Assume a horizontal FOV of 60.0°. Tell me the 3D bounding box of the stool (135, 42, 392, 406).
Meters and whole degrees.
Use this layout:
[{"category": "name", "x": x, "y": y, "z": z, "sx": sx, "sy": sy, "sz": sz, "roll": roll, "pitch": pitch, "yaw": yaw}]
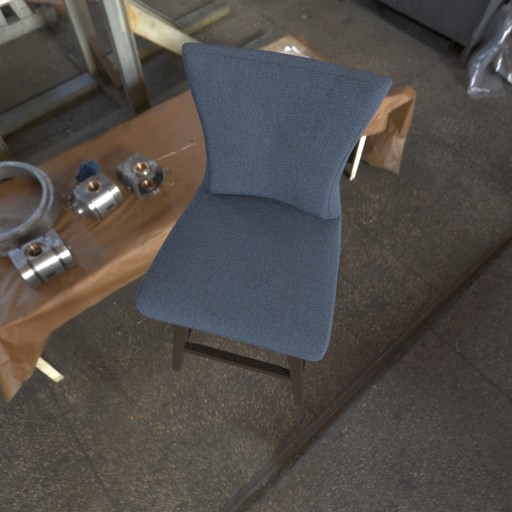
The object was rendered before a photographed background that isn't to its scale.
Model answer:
[{"category": "stool", "x": 0.000, "y": 0.000, "z": 1.330, "sx": 0.514, "sy": 1.000, "sz": 0.574, "roll": 13, "pitch": 60, "yaw": 8}]
